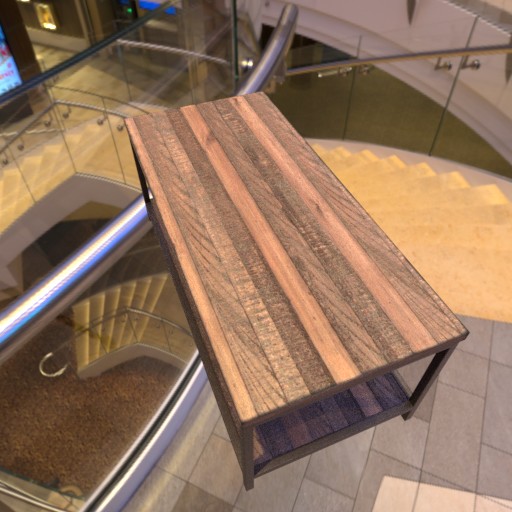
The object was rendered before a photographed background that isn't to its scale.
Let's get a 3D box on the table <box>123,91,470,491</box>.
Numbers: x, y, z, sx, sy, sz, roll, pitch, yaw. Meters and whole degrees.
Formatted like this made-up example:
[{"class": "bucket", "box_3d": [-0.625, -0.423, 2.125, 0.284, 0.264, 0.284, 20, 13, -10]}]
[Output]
[{"class": "table", "box_3d": [0.000, 0.000, 1.218, 0.452, 0.399, 0.990, -17, 50, -15]}]
